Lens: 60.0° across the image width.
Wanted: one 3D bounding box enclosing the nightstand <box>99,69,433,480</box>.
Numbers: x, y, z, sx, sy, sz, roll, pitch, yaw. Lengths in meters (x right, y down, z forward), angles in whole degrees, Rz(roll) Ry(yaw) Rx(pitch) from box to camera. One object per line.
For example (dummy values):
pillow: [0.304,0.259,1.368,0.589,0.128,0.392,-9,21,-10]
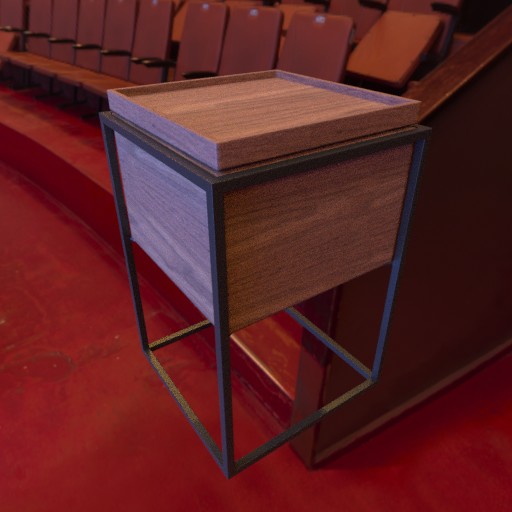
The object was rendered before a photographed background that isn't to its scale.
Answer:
nightstand: [0.000,0.000,0.872,0.397,0.607,0.397,-20,37,-29]
